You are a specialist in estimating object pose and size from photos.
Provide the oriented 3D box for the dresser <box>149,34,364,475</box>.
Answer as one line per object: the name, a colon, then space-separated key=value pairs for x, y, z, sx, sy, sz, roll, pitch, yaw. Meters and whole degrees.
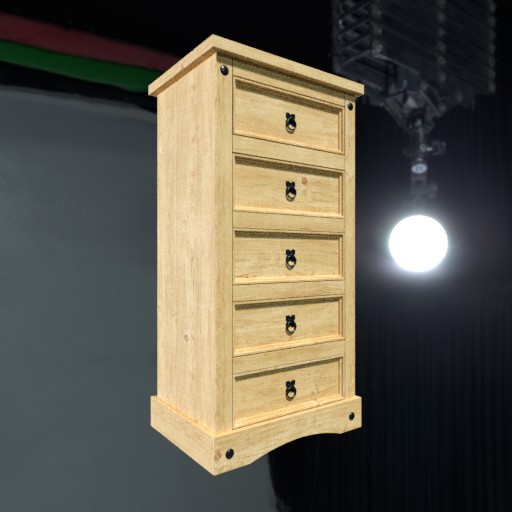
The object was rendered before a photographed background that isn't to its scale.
dresser: x=0.000 y=0.000 z=1.354 sx=0.531 sy=1.041 sz=0.390 roll=0 pitch=0 yaw=-36
